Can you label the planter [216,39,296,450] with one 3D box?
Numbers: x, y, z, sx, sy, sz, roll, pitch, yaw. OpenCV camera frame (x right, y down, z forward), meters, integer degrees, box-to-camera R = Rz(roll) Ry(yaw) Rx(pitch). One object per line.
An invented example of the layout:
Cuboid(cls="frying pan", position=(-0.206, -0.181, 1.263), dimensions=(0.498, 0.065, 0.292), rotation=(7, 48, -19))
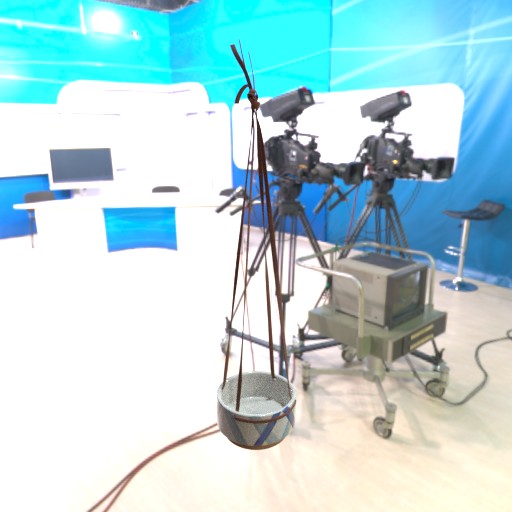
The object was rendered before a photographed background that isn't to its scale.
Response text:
Cuboid(cls="planter", position=(0.000, 0.000, 0.824), dimensions=(0.166, 0.751, 0.166), rotation=(3, 16, 9))
